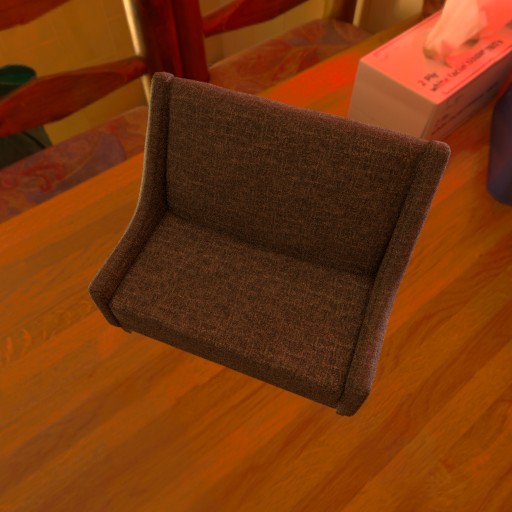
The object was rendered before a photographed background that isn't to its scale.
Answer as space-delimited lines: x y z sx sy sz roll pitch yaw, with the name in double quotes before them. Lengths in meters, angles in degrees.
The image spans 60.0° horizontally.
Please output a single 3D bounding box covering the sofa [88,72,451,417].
"sofa" 0.000 0.000 1.945 1.242 1.021 0.870 18 59 11
